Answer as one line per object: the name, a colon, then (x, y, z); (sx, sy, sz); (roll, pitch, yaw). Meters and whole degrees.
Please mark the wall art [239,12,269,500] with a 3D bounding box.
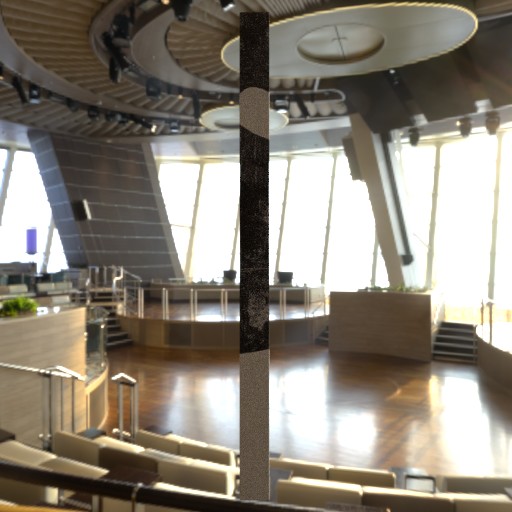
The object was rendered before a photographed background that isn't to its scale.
wall art: (0.000, 0.000, 0.756); (0.039, 0.610, 0.407); (0, 0, 1)
